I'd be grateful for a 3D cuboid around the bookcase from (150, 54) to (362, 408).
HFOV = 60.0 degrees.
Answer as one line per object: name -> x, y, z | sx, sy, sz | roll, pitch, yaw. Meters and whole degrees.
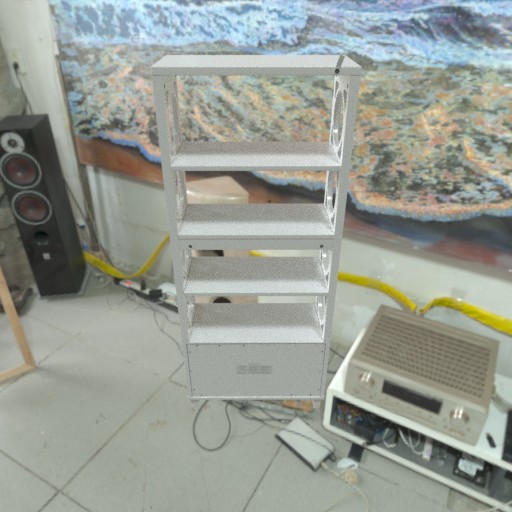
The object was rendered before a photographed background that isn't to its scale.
bookcase -> 0.000, 0.000, 2.195 | 0.761, 1.869, 0.361 | 0, 31, 0
